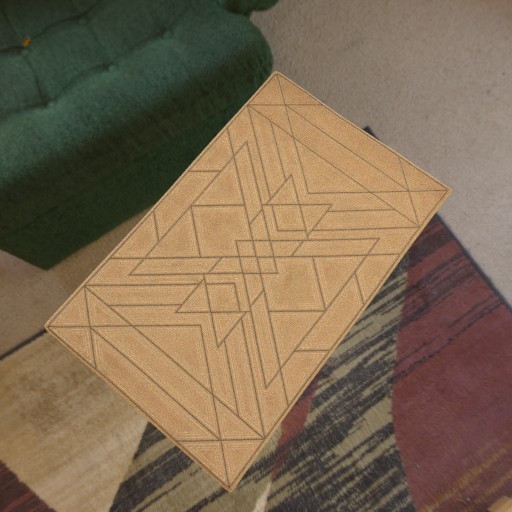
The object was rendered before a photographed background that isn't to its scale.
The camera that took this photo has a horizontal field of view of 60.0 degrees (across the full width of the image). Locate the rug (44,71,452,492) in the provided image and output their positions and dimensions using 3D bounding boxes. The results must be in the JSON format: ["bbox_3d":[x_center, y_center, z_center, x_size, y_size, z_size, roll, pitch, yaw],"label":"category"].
[{"bbox_3d":[0.000,0.000,2.987,1.575,0.023,2.459,38,79,9],"label":"rug"}]
